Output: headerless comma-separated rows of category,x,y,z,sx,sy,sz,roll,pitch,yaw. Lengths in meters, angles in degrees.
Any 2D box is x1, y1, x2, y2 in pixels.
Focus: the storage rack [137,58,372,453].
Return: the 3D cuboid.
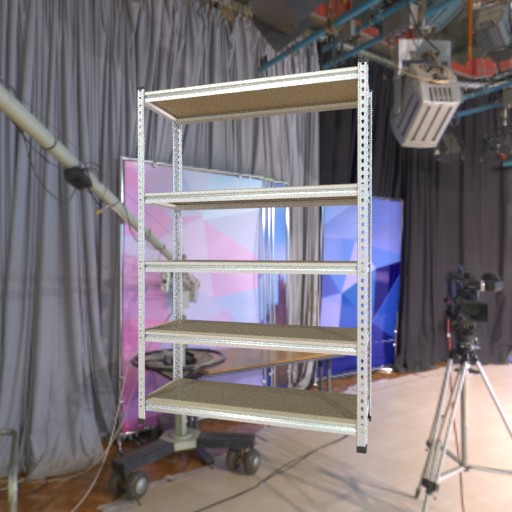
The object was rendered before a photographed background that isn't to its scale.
storage rack,0.000,0.000,2.446,1.219,1.829,0.457,0,1,17
